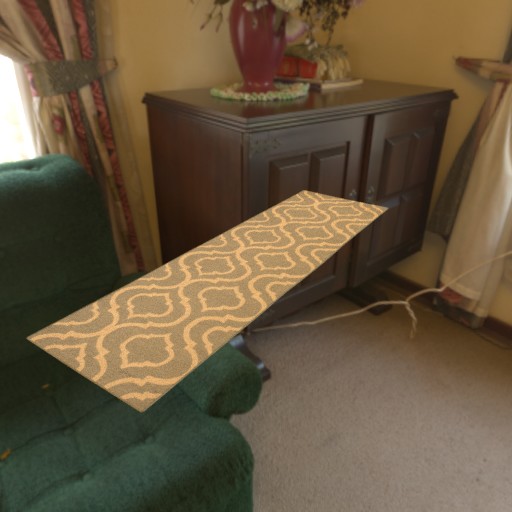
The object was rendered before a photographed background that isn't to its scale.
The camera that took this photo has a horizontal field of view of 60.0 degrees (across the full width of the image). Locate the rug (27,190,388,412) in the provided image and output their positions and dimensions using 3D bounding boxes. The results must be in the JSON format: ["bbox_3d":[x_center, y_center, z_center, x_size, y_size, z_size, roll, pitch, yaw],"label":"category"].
[{"bbox_3d":[0.000,0.000,2.446,0.684,0.009,2.275,18,32,31],"label":"rug"}]
